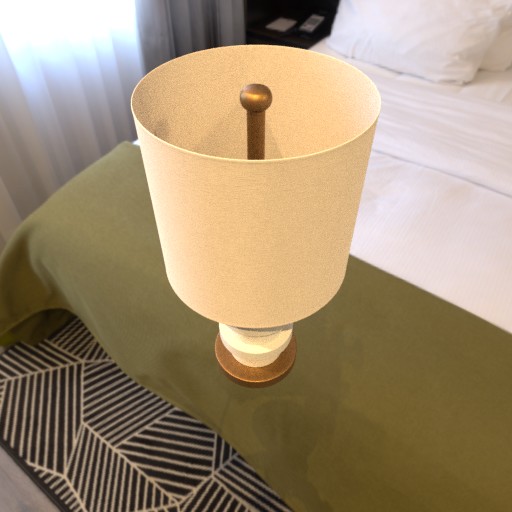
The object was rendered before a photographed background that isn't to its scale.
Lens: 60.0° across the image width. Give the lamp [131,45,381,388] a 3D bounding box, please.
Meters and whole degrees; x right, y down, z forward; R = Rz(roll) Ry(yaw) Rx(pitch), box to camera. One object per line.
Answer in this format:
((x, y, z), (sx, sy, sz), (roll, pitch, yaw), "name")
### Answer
((0.000, 0.000, 0.521), (0.210, 0.410, 0.210), (4, 46, 4), "lamp")
